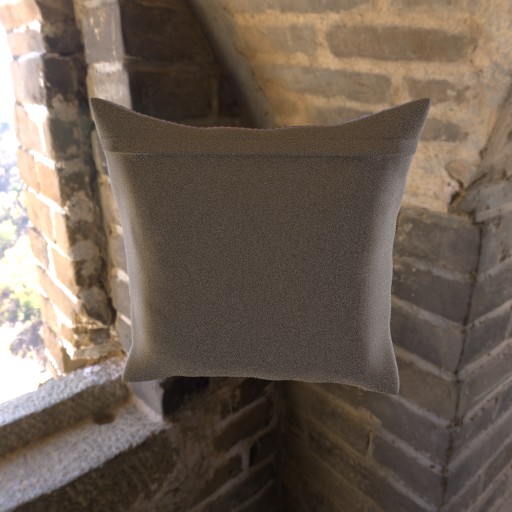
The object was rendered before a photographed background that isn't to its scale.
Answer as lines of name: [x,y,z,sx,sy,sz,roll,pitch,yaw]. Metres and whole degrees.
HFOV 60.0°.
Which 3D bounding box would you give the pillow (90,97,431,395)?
pillow: [0.000,0.000,0.673,0.463,0.454,0.160,1,17,4]
